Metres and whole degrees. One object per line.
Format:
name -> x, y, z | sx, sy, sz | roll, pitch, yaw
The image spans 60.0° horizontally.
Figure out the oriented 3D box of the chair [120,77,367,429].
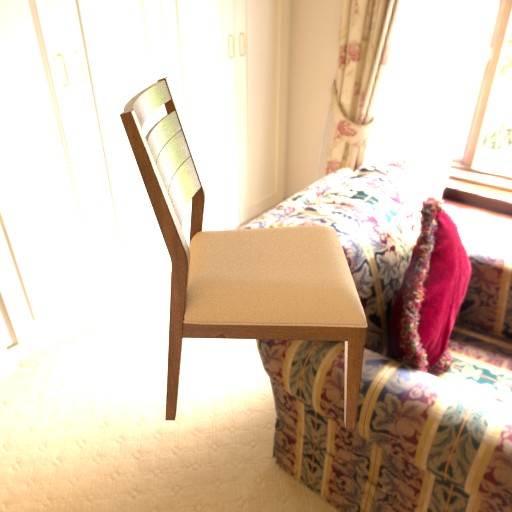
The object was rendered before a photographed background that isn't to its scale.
chair -> 0.000, 0.000, 1.324 | 0.610, 0.939, 0.497 | 0, 31, 0
